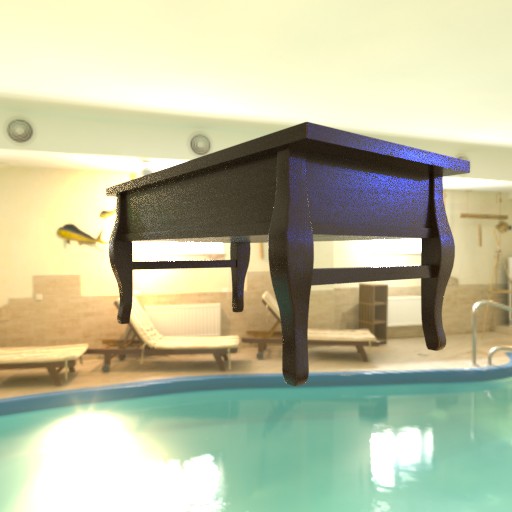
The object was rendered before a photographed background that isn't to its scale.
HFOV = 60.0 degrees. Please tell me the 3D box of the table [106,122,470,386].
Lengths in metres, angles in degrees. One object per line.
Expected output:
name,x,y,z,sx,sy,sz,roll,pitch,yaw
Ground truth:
table,0.000,0.000,1.394,0.600,0.494,1.062,0,1,-37
